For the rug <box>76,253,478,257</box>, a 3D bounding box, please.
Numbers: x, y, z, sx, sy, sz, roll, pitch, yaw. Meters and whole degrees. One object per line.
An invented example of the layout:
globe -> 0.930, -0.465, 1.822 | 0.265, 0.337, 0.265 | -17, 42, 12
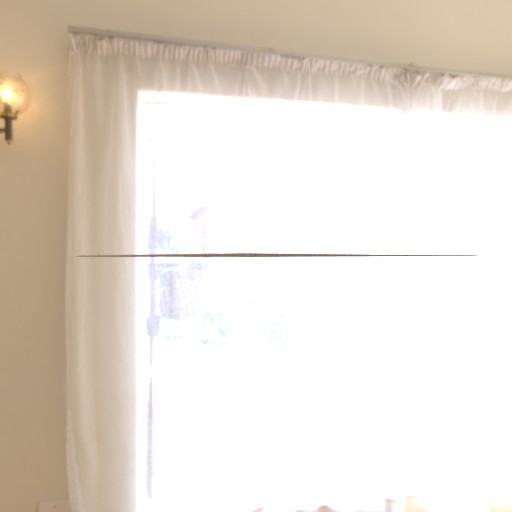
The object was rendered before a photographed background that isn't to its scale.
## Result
rug -> 0.000, 0.000, 3.881 | 2.256, 0.013, 2.910 | 0, 0, -37
